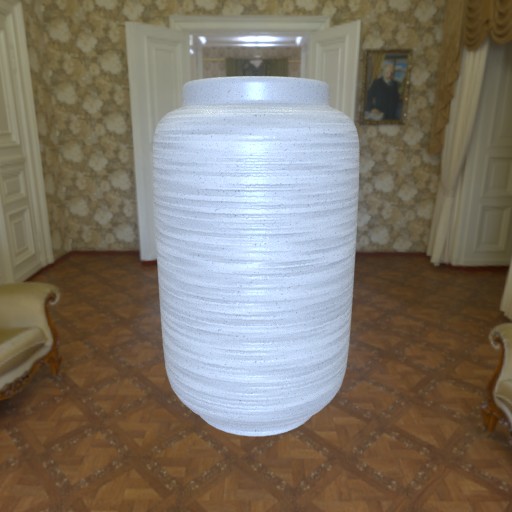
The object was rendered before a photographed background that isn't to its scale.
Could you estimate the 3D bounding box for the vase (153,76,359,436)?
[{"bbox_3d":[0.000,0.000,0.464,0.202,0.335,0.202,0,15,0],"label":"vase"}]
